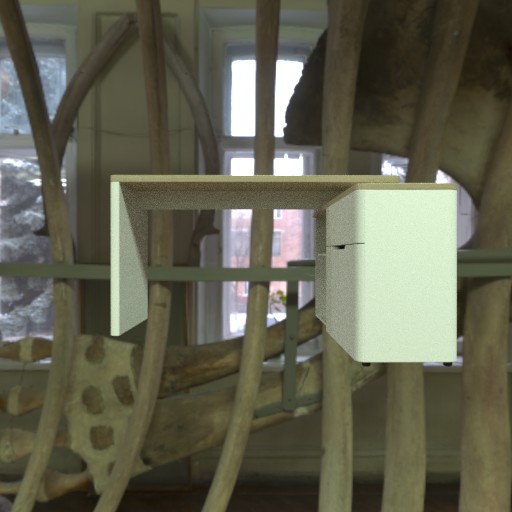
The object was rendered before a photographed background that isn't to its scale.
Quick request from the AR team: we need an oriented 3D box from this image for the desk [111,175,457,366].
[{"bbox_3d":[0.000,0.000,2.105,1.400,0.770,1.175,0,0,-1],"label":"desk"}]
